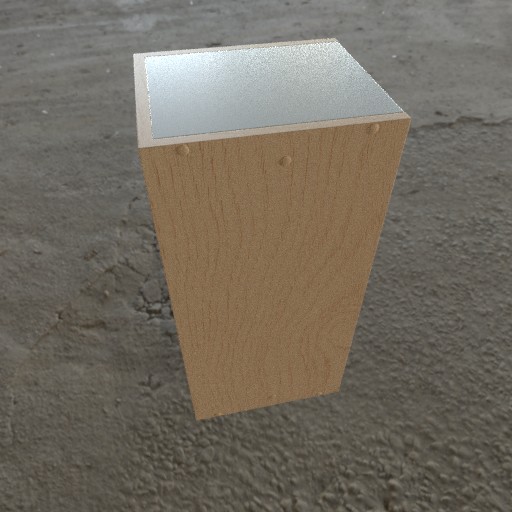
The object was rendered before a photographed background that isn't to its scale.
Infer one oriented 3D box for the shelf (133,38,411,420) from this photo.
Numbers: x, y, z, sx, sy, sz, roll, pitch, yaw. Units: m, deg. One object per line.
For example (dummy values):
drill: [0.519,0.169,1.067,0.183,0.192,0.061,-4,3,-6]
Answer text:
shelf: [0.000,0.000,0.754,0.290,0.600,0.250,-9,46,-9]
